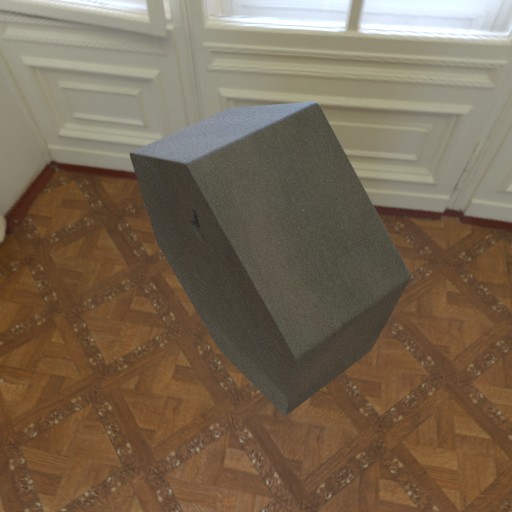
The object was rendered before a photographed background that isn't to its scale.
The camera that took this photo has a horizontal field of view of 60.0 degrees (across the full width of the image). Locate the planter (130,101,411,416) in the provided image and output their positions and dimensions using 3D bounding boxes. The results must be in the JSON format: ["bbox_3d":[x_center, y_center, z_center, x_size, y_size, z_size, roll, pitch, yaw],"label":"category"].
[{"bbox_3d":[0.000,0.000,0.294,0.077,0.206,0.169,-31,61,-19],"label":"planter"}]
